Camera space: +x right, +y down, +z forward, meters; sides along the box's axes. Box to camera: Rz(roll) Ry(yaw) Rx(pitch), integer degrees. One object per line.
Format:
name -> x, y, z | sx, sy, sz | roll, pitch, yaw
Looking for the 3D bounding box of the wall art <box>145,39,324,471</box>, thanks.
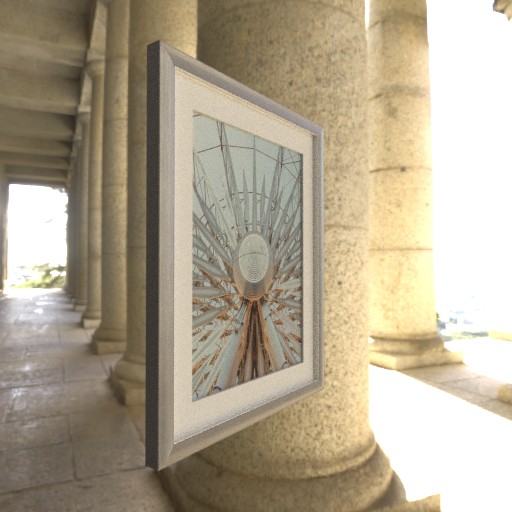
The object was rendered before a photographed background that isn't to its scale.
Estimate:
wall art -> 0.000, 0.000, 0.764 | 0.029, 0.558, 0.458 | -1, -1, 36
